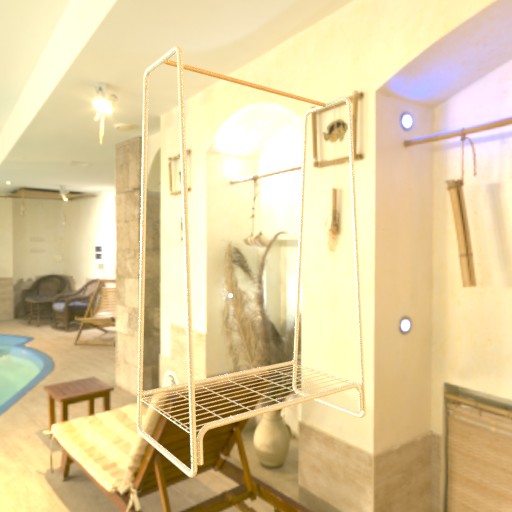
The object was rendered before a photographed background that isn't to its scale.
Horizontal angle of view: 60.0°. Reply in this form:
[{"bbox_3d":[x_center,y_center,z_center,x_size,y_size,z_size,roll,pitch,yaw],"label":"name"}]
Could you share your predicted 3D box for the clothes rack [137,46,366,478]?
[{"bbox_3d":[0.000,0.000,1.939,0.900,1.500,0.495,-1,1,-37],"label":"clothes rack"}]
